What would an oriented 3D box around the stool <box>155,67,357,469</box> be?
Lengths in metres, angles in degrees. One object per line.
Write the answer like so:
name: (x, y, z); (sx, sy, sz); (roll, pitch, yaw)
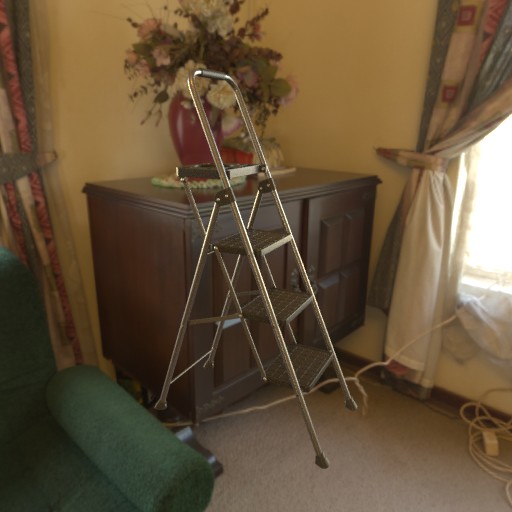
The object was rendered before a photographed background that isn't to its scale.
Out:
stool: (0.000, 0.000, 1.617); (0.733, 1.277, 0.396); (8, 18, 26)
